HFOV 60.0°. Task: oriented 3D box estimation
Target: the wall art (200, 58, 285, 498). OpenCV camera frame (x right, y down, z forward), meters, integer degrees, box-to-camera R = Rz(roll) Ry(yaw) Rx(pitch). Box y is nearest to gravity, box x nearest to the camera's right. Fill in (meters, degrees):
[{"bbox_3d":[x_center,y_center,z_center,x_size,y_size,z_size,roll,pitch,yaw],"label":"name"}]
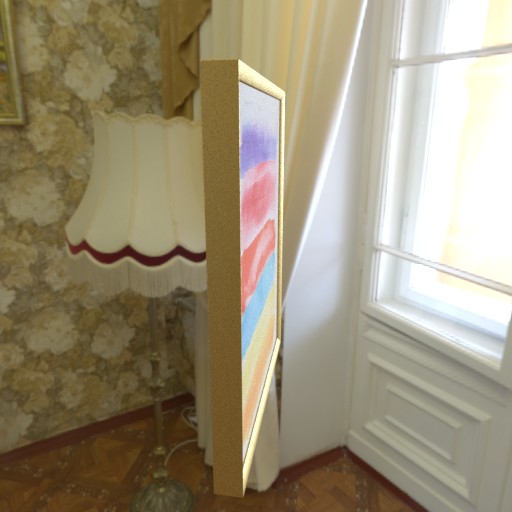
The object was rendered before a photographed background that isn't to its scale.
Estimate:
[{"bbox_3d":[0.000,0.000,0.869,0.048,0.642,0.537,3,17,9],"label":"wall art"}]
